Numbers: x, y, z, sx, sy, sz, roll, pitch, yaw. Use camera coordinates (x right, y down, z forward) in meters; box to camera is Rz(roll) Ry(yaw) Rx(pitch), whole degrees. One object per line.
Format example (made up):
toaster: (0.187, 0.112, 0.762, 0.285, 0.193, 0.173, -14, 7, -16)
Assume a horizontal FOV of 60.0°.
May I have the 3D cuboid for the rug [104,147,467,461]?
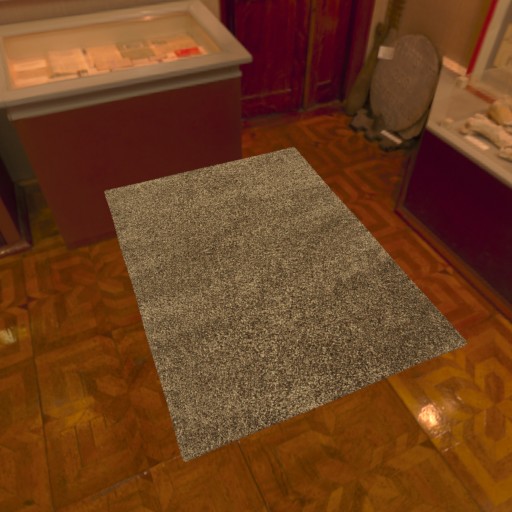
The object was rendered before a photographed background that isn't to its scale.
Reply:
rug: (0.000, 0.000, 2.164, 1.198, 0.025, 1.601, -17, 48, -16)
